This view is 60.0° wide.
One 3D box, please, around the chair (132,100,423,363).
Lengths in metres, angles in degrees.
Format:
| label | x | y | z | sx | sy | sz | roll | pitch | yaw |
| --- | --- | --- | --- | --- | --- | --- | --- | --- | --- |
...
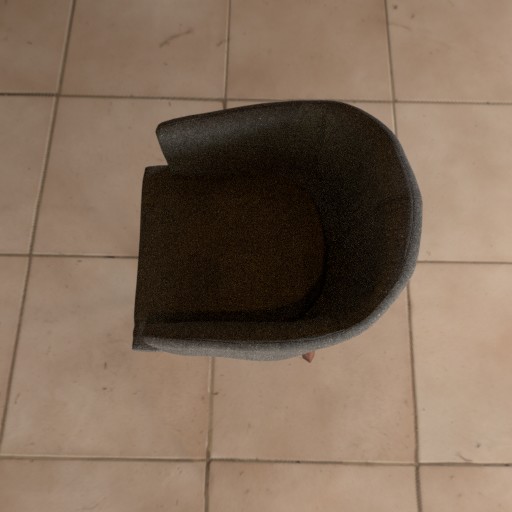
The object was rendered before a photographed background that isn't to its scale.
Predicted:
| label | x | y | z | sx | sy | sz | roll | pitch | yaw |
| --- | --- | --- | --- | --- | --- | --- | --- | --- | --- |
| chair | 0.000 | 0.000 | 1.246 | 0.655 | 0.811 | 0.583 | 0 | 74 | 0 |
